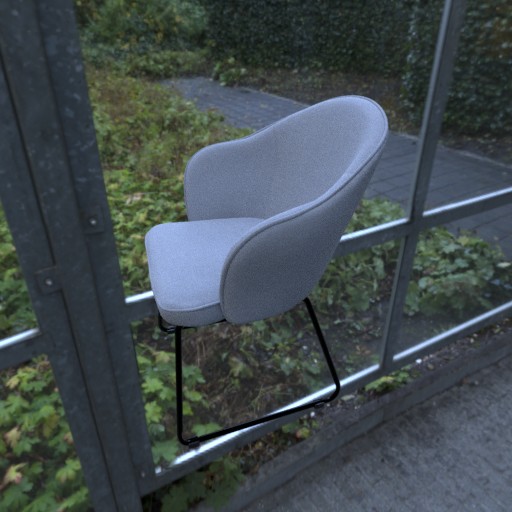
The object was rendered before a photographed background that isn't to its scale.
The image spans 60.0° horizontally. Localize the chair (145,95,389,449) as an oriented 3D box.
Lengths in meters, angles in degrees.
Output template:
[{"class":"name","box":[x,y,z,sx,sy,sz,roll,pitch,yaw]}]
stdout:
[{"class":"chair","box":[0.000,0.000,1.239,0.592,0.817,0.570,-9,32,-15]}]
